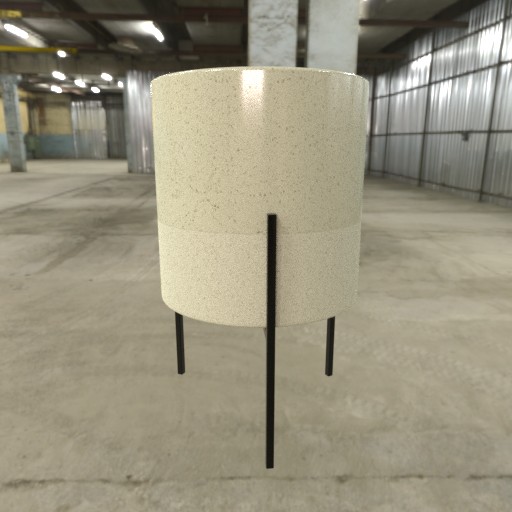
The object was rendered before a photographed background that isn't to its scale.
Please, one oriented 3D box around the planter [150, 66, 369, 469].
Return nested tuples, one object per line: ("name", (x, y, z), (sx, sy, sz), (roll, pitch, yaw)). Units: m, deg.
("planter", (0.000, 0.000, 0.536), (0.243, 0.390, 0.234), (7, 15, 25))
